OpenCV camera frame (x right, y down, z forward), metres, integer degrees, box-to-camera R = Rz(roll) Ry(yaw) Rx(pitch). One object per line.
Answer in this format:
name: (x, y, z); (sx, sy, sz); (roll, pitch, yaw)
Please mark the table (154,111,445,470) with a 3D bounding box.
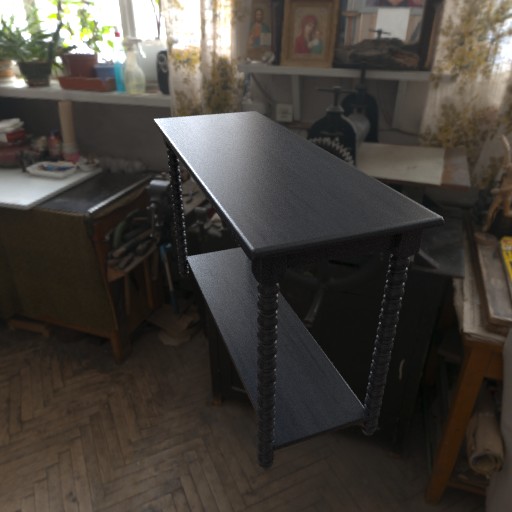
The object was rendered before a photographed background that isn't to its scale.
table: (0.000, 0.000, 1.562); (0.459, 0.735, 1.184); (-10, 31, -17)
